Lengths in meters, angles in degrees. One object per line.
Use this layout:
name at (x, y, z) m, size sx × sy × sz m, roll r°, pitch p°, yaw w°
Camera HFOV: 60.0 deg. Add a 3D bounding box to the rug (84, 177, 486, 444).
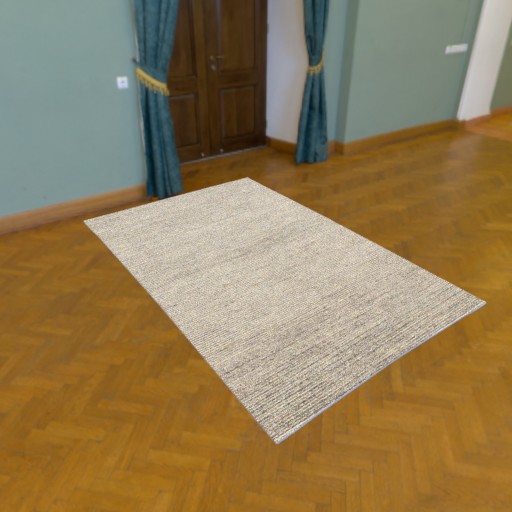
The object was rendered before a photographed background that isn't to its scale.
rug at (0.000, 0.000, 2.232) m, size 1.162 × 0.022 × 1.804 m, roll -21°, pitch 37°, yaw -30°
